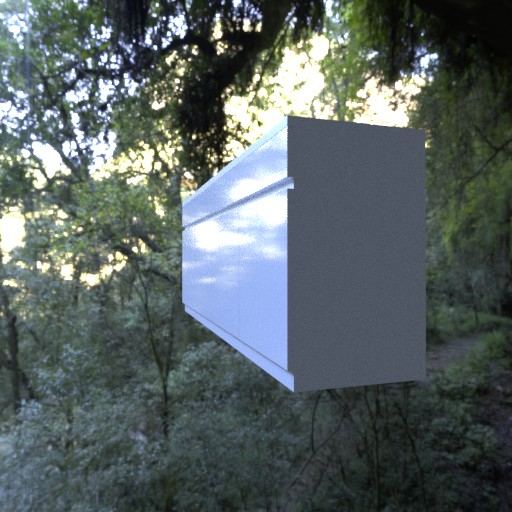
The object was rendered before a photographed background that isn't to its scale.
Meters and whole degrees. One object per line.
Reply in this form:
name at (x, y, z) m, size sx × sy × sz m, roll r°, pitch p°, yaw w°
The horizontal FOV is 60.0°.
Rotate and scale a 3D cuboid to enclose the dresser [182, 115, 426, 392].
dresser at (0.000, 0.000, 2.463) m, size 0.500 × 0.840 × 2.200 m, roll 0°, pitch 0°, yaw -18°
